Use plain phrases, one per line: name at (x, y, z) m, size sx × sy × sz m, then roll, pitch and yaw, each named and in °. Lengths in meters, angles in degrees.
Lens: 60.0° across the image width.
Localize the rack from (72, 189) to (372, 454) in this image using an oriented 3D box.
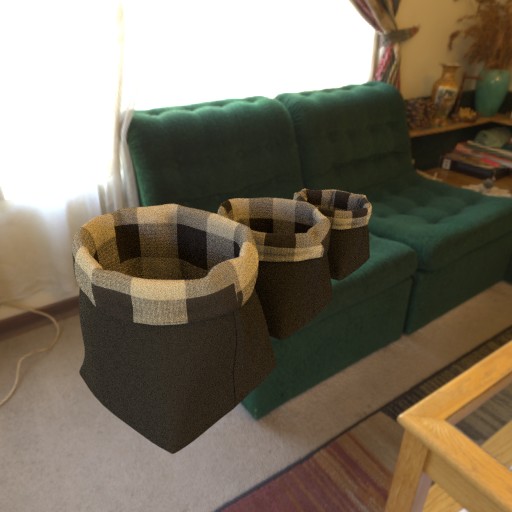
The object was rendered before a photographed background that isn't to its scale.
rack at (0.000, 0.000, 1.083) m, size 0.370 × 0.329 × 0.889 m, roll 21°, pitch 35°, yaw 33°
